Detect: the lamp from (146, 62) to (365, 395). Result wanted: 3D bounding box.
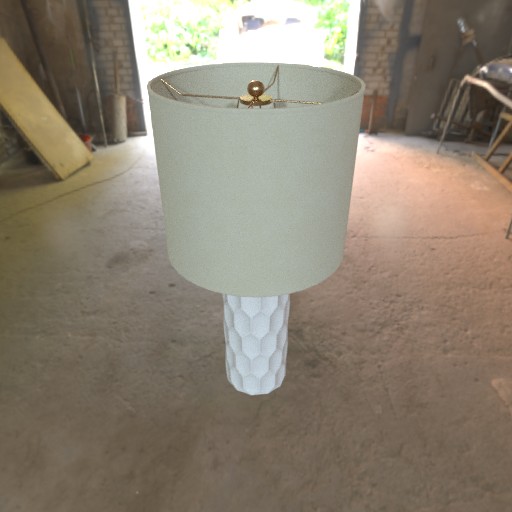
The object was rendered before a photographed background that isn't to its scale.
[{"bbox_3d":[0.000,0.000,0.716,0.277,0.537,0.277,-22,39,-30],"label":"lamp"}]
